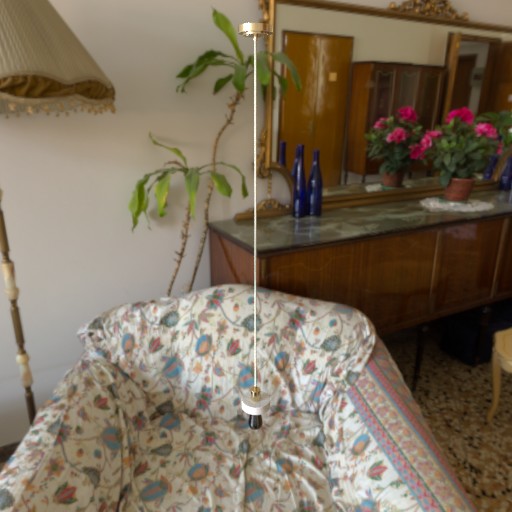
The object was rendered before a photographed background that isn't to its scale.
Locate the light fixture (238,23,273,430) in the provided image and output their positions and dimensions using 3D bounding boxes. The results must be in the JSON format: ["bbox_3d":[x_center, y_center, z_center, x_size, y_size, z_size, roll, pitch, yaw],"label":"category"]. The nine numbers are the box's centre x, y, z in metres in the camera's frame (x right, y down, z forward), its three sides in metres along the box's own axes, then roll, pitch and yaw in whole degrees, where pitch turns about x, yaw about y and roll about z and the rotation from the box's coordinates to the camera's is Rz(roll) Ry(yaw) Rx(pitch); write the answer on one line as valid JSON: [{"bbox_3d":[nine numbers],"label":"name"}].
[{"bbox_3d":[0.000,0.000,1.789,0.129,1.669,0.129,8,20,24],"label":"light fixture"}]
